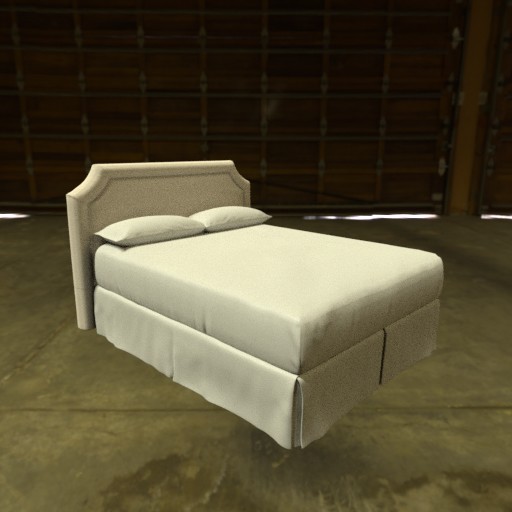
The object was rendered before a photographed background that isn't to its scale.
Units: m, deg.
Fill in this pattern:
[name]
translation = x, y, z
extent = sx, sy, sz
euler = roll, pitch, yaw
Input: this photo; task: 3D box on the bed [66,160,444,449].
[bed]
translation = 0.000, 0.000, 3.238
extent = 2.164, 1.297, 1.828
euler = 13, 19, 43
